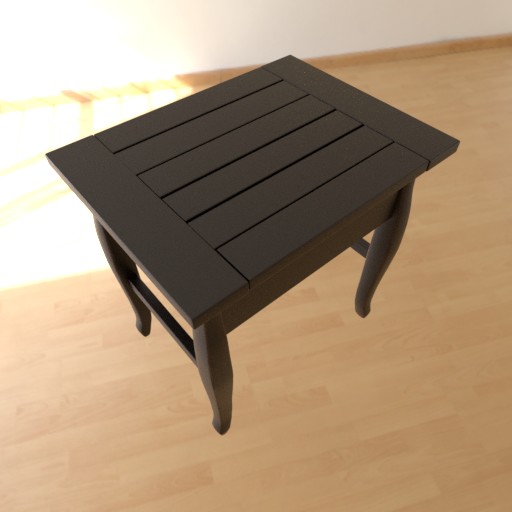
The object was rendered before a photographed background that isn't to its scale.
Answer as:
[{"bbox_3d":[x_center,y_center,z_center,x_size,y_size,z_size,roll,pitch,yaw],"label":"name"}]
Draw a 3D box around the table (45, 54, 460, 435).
[{"bbox_3d":[0.000,0.000,1.031,0.602,0.604,0.460,-33,56,-25],"label":"table"}]
